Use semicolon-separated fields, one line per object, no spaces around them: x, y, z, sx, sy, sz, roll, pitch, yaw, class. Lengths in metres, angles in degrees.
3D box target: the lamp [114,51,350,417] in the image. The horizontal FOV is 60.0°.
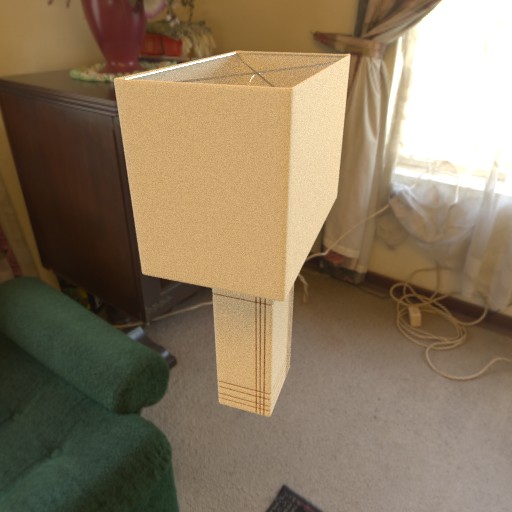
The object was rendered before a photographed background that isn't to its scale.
0.000;0.000;0.678;0.182;0.543;0.334;10;31;17;lamp
